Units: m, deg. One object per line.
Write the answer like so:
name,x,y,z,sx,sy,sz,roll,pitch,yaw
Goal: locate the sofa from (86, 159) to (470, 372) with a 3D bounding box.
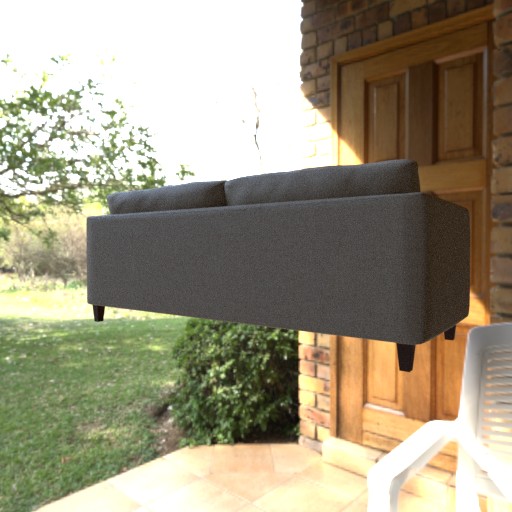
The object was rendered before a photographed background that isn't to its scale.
sofa,0.000,0.000,2.907,2.434,0.965,0.951,1,1,36
